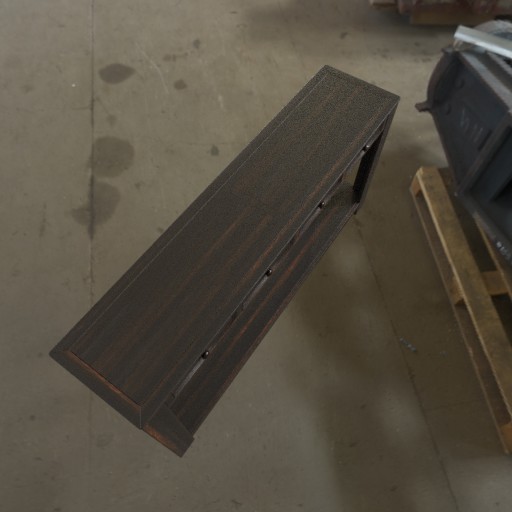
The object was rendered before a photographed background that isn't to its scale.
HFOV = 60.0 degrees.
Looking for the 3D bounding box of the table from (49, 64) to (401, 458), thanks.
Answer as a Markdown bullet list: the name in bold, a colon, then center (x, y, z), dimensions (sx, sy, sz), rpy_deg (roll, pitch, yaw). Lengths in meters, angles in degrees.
- **table**: center (0.000, 0.000, 1.934), dimensions (0.384, 0.762, 1.631), rpy_deg (31, 65, 17)
